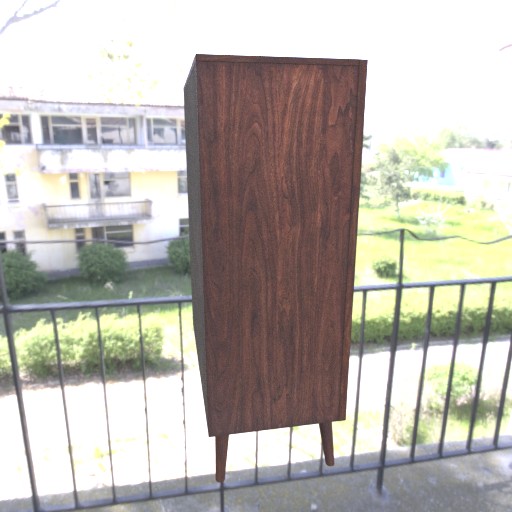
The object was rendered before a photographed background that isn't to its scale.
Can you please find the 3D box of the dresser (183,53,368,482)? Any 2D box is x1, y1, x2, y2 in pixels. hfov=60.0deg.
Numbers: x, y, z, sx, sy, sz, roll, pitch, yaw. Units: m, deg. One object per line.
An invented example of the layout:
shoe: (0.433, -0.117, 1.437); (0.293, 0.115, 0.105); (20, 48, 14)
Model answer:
dresser: (0.000, 0.000, 1.813); (0.498, 1.365, 0.919); (-3, 16, -11)
